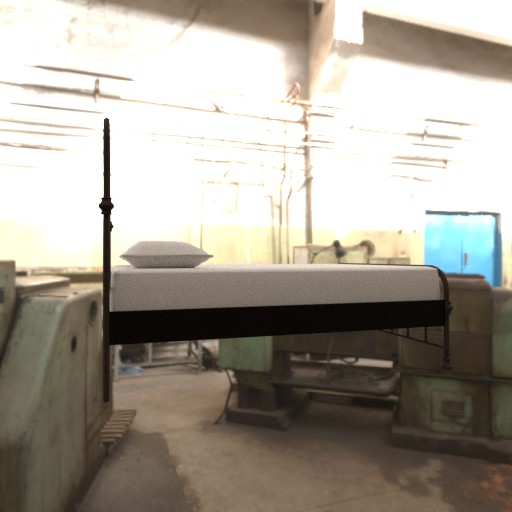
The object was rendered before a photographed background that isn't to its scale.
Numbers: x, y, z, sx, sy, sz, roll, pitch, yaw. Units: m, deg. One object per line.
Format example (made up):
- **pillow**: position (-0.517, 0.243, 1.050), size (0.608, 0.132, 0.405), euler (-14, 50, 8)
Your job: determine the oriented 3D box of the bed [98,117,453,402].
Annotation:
- **bed**: position (0.000, 0.000, 3.245), size (2.134, 1.446, 1.616), euler (0, 0, -18)
